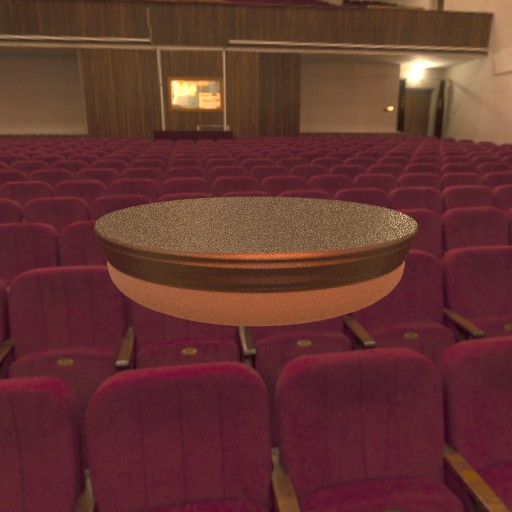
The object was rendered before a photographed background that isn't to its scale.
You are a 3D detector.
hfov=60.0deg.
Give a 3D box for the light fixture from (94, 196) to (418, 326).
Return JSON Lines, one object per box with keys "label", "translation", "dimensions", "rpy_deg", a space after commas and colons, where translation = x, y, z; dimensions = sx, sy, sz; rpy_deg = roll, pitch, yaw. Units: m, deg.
{"label": "light fixture", "translation": [0.000, 0.000, 0.545], "dimensions": [0.368, 0.100, 0.368], "rpy_deg": [0, 15, 0]}
